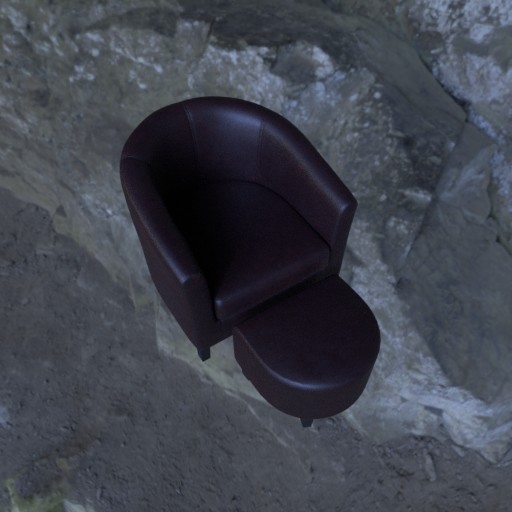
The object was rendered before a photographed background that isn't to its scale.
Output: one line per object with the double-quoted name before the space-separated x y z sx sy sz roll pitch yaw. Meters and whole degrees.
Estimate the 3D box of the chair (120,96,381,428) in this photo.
"chair" 0.000 0.000 1.693 0.737 0.755 1.176 -25 52 -21
